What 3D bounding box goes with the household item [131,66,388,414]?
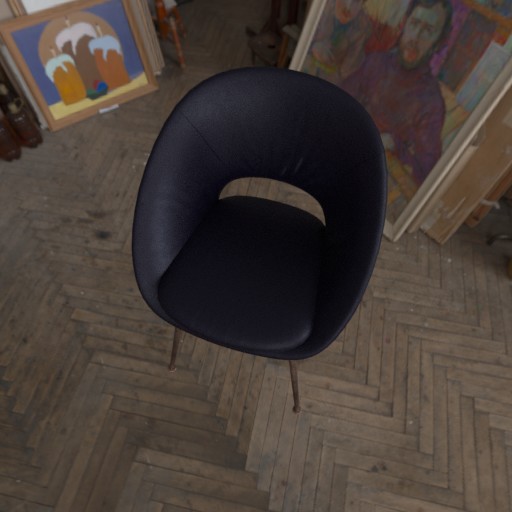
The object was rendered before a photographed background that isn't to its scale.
[{"bbox_3d":[0.000,0.000,1.275,0.623,0.852,0.573,16,58,10],"label":"household item"}]
